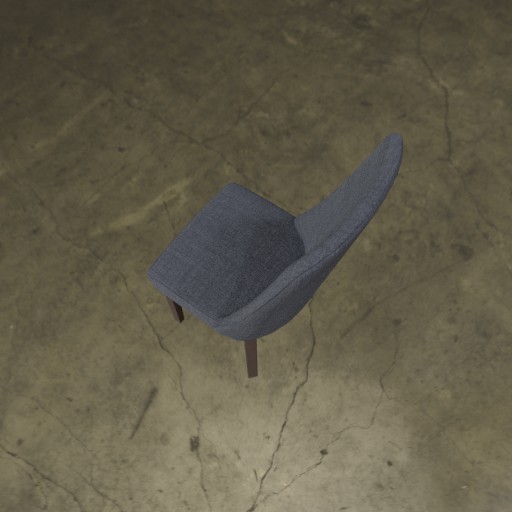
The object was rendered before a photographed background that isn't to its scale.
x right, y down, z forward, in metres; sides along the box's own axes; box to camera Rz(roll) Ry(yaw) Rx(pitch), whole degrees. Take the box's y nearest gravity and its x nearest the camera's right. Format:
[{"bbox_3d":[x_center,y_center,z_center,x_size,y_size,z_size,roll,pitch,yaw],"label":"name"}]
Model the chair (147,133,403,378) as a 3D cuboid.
[{"bbox_3d":[0.000,0.000,1.383,0.577,1.050,0.510,32,67,16],"label":"chair"}]
